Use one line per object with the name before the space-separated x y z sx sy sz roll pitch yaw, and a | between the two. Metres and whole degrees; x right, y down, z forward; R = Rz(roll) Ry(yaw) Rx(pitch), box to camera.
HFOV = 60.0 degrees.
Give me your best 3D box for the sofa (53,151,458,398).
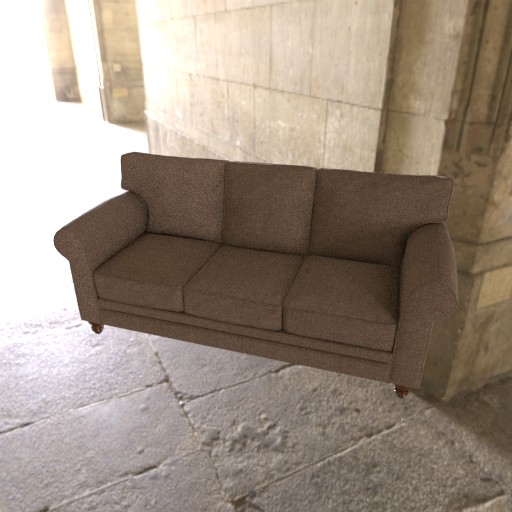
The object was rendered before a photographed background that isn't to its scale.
sofa | 0.000 0.000 2.569 2.084 0.961 0.916 8 27 16
